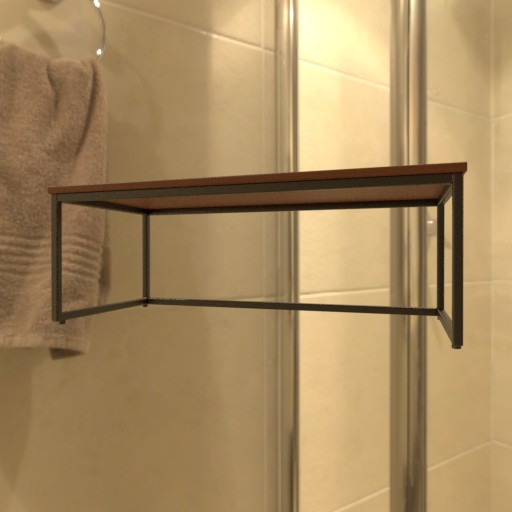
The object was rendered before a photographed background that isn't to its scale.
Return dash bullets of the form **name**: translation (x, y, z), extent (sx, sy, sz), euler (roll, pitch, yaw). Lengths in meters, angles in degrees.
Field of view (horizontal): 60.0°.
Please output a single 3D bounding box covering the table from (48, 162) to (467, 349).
- **table**: translation (0.000, 0.000, 1.340), extent (1.100, 0.400, 0.500), euler (0, 0, 19)
